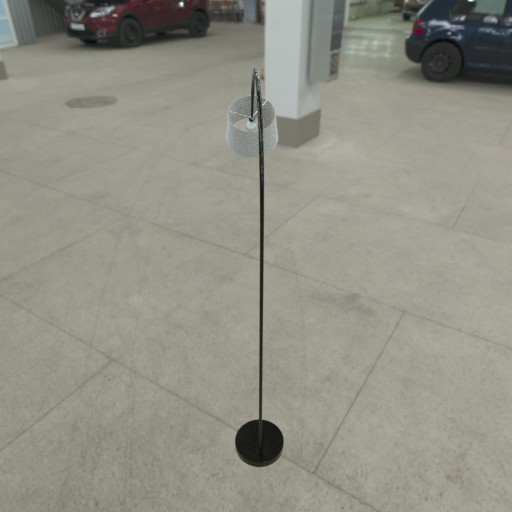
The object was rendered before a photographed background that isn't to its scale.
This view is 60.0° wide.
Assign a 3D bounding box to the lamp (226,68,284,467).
[{"bbox_3d":[0.000,0.000,2.641,0.331,2.104,1.363,-1,32,-2],"label":"lamp"}]
